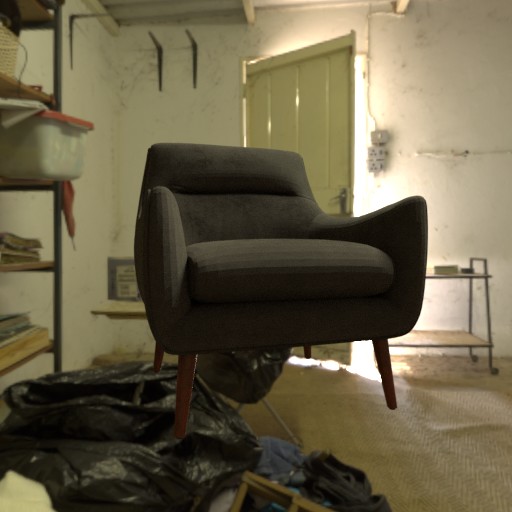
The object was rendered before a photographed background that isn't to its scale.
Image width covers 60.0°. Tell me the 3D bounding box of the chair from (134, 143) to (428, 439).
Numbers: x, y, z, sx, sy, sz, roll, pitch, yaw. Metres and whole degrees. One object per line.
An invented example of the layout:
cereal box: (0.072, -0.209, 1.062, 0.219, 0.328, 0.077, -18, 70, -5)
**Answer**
chair: (0.000, 0.000, 1.441, 0.762, 0.838, 0.787, -1, 2, -18)
